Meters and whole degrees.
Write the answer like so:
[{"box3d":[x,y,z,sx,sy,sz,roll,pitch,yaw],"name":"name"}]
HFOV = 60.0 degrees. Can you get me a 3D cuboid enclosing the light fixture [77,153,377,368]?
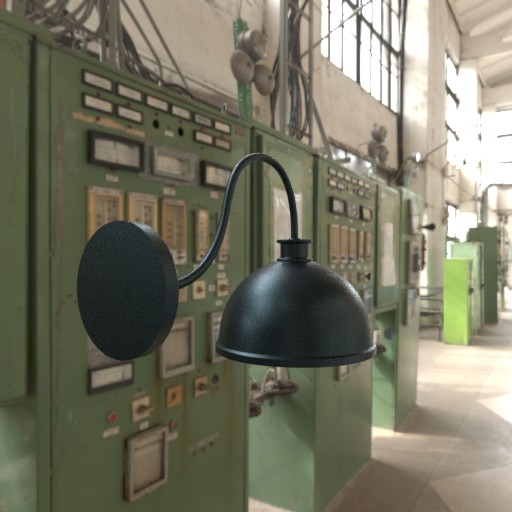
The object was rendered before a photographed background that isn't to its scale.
[{"box3d":[0.000,0.000,0.622,0.253,0.295,0.467,0,0,35],"name":"light fixture"}]
